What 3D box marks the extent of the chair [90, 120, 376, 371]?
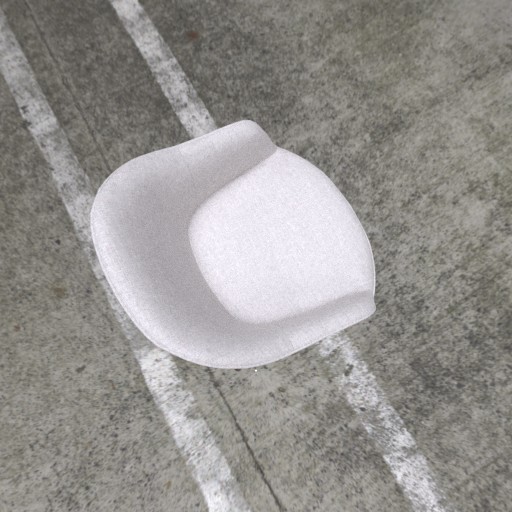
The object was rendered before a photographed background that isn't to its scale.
[{"bbox_3d":[0.000,0.000,1.254,0.635,0.823,0.596,-29,77,-7],"label":"chair"}]
